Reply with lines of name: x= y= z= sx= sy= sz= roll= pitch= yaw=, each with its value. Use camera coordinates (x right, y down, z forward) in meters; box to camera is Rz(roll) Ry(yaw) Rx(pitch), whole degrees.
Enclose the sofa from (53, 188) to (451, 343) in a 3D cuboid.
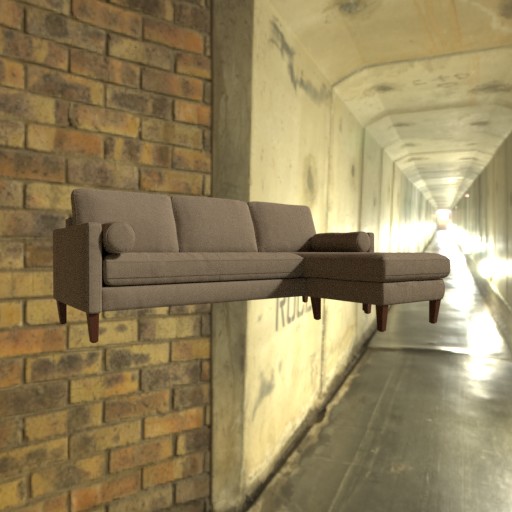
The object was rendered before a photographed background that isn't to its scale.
sofa: x=0.000 y=0.000 z=2.882 sx=2.178 sy=0.875 sz=1.506 roll=0 pitch=1 yaw=-35
